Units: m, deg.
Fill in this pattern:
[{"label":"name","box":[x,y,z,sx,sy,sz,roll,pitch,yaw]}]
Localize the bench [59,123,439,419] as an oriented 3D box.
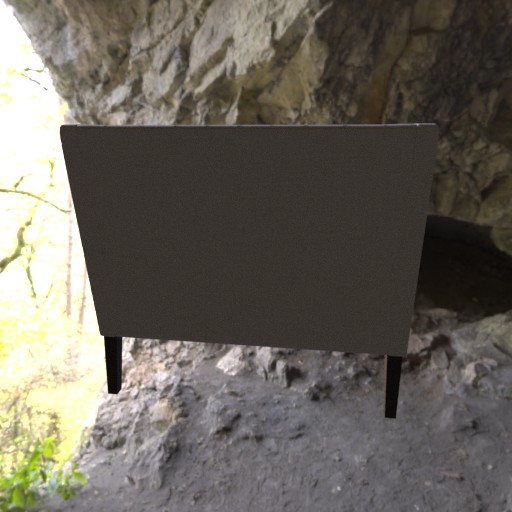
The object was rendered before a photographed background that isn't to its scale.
[{"label":"bench","box":[0.000,0.000,1.987,1.280,1.123,0.847,2,16,8]}]
